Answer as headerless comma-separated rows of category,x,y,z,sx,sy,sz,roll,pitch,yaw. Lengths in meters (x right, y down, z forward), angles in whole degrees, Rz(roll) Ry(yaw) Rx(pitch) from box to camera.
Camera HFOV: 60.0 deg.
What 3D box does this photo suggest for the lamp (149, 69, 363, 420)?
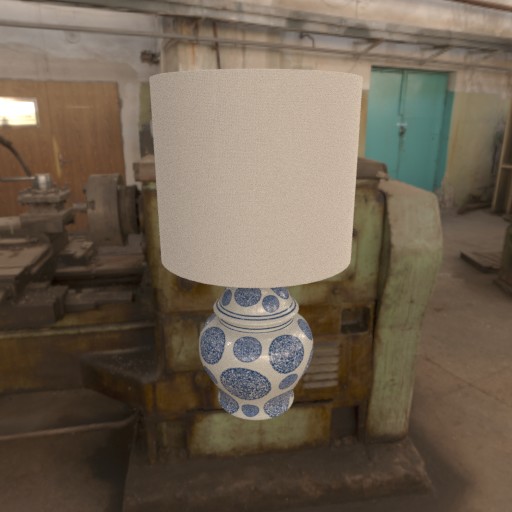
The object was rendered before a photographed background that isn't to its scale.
lamp,0.000,0.000,0.514,0.215,0.381,0.215,-8,19,-25
